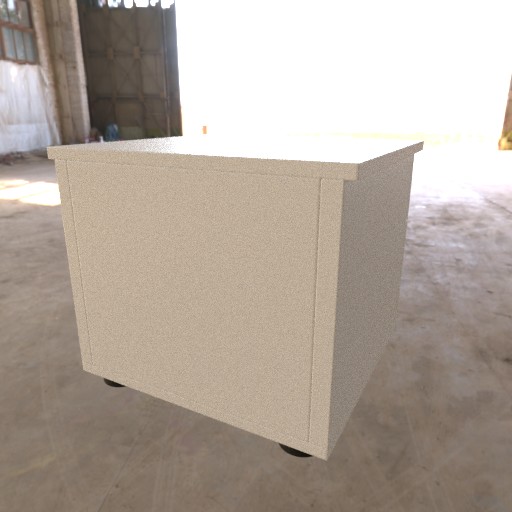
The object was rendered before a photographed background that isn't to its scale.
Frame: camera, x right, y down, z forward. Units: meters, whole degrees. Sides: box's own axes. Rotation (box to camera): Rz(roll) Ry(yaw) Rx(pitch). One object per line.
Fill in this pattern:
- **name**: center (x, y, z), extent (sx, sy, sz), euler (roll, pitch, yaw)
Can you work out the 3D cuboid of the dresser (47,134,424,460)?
- **dresser**: center (0.000, 0.000, 0.727), extent (0.430, 0.360, 0.400), euler (9, 20, 27)
